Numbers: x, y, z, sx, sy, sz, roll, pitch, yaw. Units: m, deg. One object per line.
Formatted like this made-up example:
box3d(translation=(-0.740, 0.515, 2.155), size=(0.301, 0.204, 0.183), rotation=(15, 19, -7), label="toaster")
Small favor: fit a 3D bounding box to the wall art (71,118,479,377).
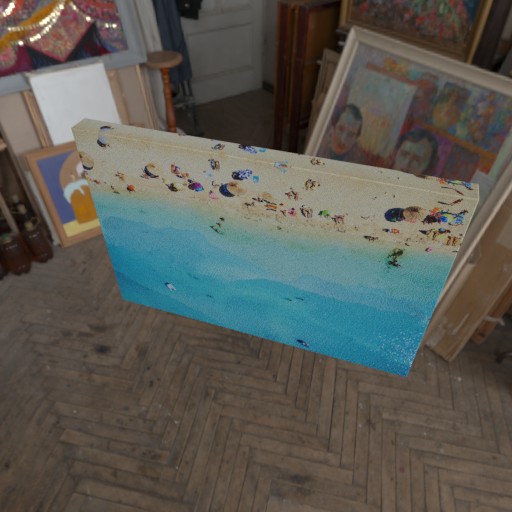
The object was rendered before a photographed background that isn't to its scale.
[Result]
box3d(translation=(0.000, 0.000, 0.782), size=(0.609, 0.406, 0.039), rotation=(13, 44, 14), label="wall art")
